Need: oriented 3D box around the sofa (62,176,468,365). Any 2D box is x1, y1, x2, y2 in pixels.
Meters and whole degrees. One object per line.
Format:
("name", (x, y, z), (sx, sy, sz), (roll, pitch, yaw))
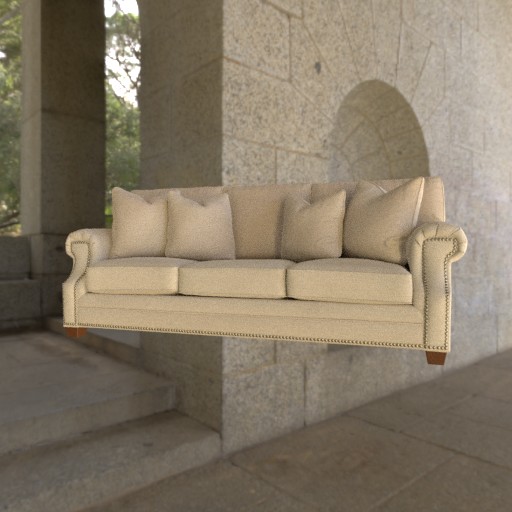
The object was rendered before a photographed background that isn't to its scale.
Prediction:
("sofa", (0.000, 0.000, 2.752), (2.312, 0.975, 0.965), (0, 0, 19))
